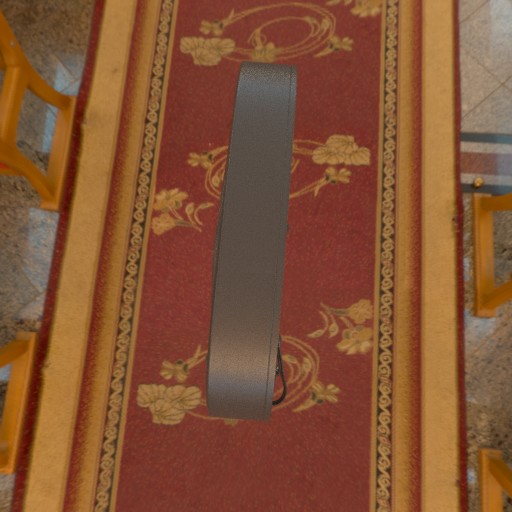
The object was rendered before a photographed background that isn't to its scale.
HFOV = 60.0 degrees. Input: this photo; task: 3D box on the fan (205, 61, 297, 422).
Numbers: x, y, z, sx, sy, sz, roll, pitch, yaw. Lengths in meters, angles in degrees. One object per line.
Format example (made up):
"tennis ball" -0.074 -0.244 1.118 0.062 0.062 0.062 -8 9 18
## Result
"fan" 0.000 0.000 0.796 0.142 0.533 0.526 5 77 1
